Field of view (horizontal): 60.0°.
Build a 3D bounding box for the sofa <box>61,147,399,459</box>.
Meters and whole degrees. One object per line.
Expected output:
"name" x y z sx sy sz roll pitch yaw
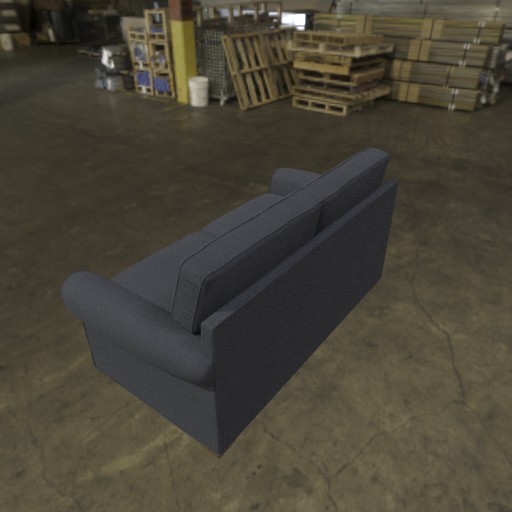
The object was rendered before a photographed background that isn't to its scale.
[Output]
"sofa" 0.000 0.000 2.624 0.951 1.031 2.009 22 38 31
